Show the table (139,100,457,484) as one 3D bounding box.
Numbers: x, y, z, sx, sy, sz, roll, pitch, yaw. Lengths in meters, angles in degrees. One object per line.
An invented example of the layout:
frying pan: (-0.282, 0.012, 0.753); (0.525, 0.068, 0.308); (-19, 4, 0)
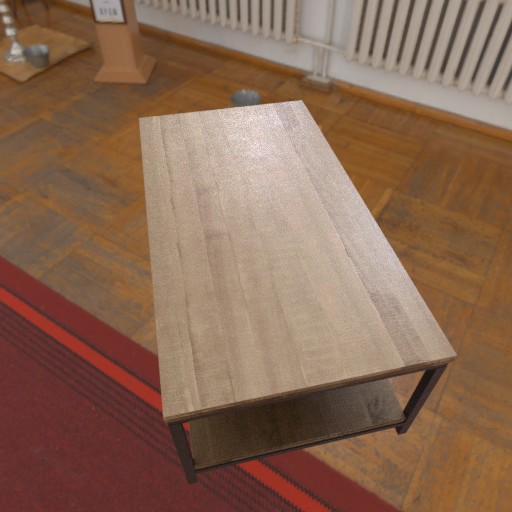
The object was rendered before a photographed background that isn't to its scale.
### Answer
table: (0.000, 0.000, 1.327); (0.574, 0.393, 1.062); (-9, 47, -9)
